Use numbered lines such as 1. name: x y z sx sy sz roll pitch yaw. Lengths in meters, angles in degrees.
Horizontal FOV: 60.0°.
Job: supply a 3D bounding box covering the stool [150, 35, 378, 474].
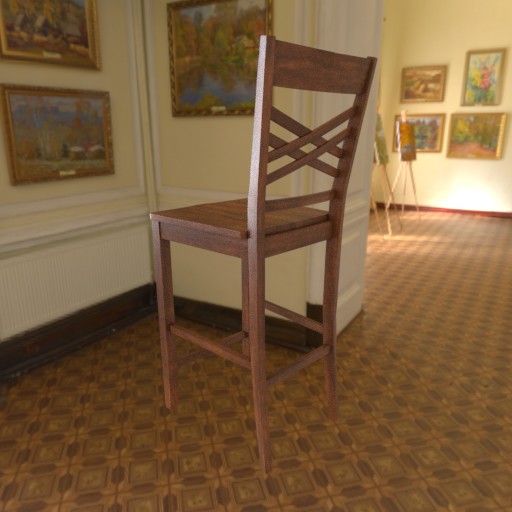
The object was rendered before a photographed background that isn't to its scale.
1. stool: 0.000 0.000 1.331 0.504 1.098 0.426 15 22 42
